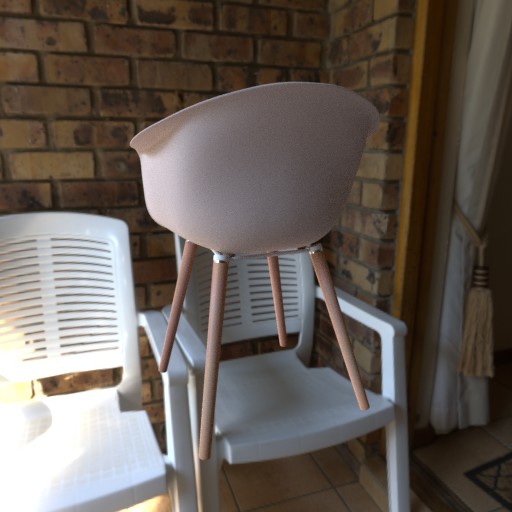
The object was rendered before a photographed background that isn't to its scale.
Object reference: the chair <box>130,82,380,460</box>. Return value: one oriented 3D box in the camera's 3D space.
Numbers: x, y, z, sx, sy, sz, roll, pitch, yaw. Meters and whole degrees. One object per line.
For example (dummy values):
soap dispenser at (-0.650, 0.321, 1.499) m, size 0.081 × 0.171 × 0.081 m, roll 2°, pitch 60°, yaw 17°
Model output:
chair at (0.000, 0.000, 1.139) m, size 0.593 × 0.781 × 0.504 m, roll -7°, pitch 16°, yaw -24°
